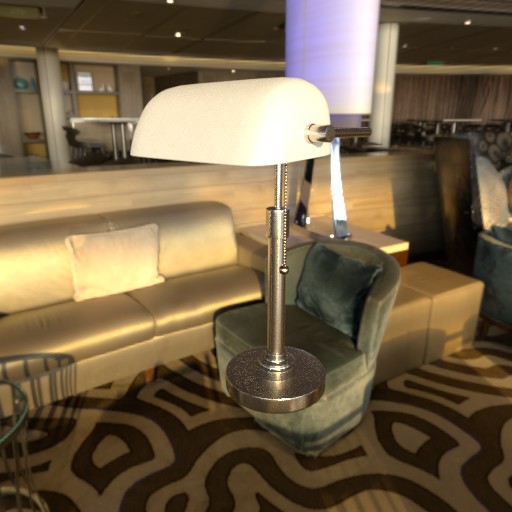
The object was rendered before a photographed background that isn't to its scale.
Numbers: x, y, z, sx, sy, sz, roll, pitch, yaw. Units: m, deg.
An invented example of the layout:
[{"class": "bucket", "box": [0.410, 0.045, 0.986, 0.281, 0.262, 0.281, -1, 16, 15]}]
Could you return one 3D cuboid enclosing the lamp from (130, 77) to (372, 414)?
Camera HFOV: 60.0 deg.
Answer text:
[{"class": "lamp", "box": [0.000, 0.000, 0.556, 0.269, 0.404, 0.227, 15, 22, 40]}]
